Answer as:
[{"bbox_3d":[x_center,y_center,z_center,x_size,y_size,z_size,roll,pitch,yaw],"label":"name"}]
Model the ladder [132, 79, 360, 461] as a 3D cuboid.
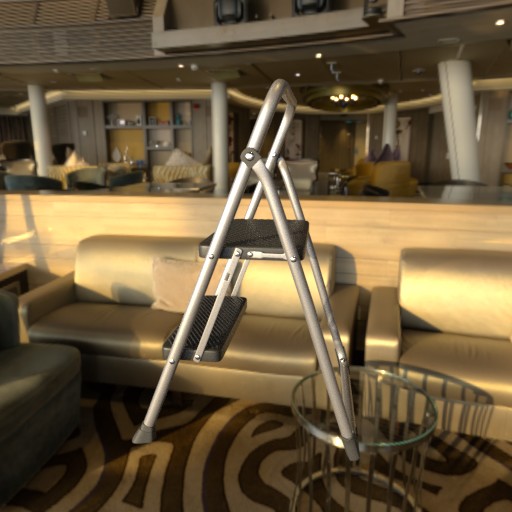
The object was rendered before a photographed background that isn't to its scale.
[{"bbox_3d":[0.000,0.000,1.018,0.472,0.720,0.430,2,13,8],"label":"ladder"}]
